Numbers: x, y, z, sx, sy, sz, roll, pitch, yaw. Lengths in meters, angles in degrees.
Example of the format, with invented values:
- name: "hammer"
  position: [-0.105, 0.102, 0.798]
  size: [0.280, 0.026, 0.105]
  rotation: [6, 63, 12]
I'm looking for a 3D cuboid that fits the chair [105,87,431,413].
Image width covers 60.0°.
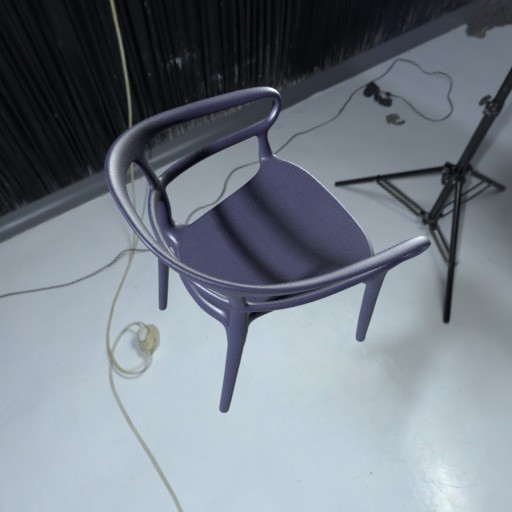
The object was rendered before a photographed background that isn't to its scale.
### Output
- name: "chair"
  position: [0.000, 0.000, 1.125]
  size: [0.527, 0.761, 0.559]
  rotation: [-29, 63, -16]
